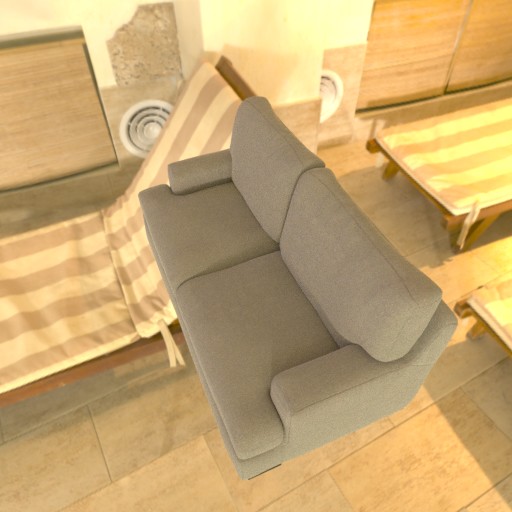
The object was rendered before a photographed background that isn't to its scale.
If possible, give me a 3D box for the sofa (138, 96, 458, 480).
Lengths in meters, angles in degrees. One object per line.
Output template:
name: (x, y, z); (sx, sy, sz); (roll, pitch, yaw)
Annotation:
sofa: (0.000, 0.000, 2.404); (0.962, 0.980, 1.855); (-17, 49, -16)
